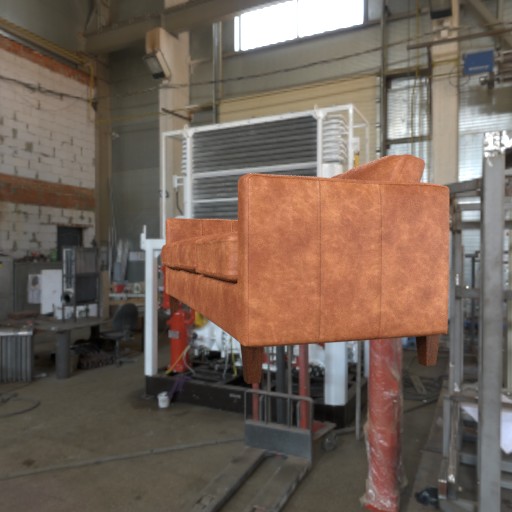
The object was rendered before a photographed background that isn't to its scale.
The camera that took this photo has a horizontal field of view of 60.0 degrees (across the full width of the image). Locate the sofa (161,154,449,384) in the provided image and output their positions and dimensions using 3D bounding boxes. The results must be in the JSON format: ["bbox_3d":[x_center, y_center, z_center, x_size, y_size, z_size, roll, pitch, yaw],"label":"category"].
[{"bbox_3d":[0.000,0.000,2.980,1.045,1.006,2.464,0,0,-19],"label":"sofa"}]
